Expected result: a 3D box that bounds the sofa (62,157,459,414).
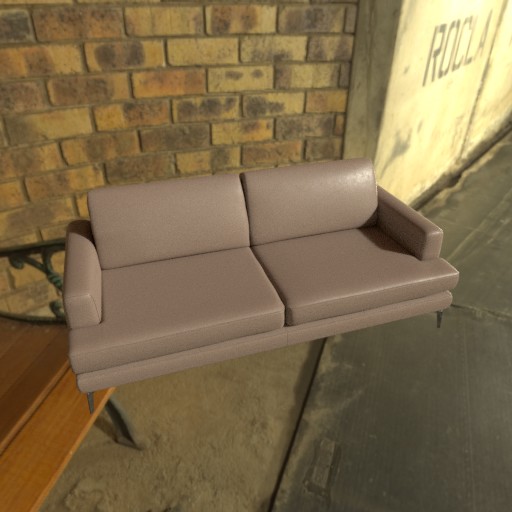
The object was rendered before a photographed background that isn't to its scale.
[{"bbox_3d":[0.000,0.000,2.423,1.940,0.765,0.974,-10,33,-15],"label":"sofa"}]
